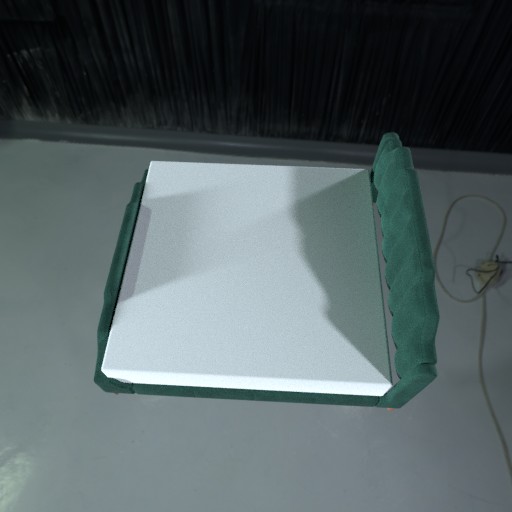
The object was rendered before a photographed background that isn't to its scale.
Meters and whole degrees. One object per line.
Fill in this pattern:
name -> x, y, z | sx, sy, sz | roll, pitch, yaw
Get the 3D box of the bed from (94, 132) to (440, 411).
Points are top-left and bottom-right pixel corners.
bed -> 0.000, 0.000, 3.585 | 2.340, 1.245, 2.074 | 3, 58, 2
